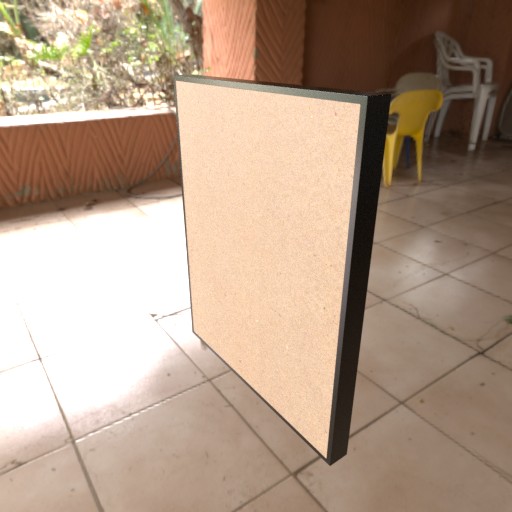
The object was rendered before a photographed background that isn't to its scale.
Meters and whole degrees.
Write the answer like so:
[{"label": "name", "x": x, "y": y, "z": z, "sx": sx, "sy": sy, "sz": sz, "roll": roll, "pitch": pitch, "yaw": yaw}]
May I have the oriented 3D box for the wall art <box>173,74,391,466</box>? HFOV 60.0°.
[{"label": "wall art", "x": 0.000, "y": 0.000, "z": 0.753, "sx": 0.038, "sy": 0.551, "sz": 0.448, "roll": -17, "pitch": 30, "yaw": -32}]
